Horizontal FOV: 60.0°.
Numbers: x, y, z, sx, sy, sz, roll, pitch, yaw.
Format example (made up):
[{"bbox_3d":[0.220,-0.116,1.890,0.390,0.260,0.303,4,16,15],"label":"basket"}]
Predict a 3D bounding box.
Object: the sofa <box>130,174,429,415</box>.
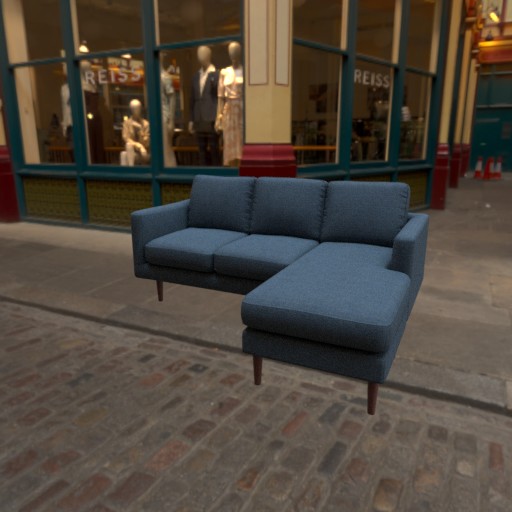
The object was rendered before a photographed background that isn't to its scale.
[{"bbox_3d":[0.000,0.000,3.017,2.055,0.957,1.667,7,17,25],"label":"sofa"}]
